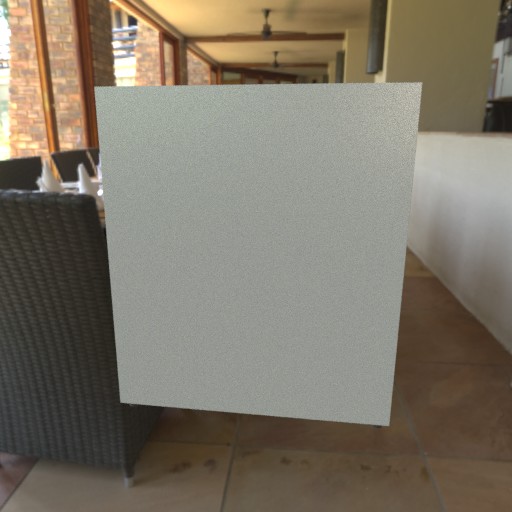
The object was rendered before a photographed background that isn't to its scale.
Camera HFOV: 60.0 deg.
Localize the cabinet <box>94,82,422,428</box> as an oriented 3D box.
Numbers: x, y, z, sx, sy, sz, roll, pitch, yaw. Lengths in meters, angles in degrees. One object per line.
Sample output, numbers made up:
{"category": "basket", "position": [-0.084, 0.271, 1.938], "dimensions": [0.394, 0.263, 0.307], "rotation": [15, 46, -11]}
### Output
{"category": "cabinet", "position": [0.000, 0.000, 1.630], "dimensions": [0.990, 1.150, 0.348], "rotation": [2, 16, 8]}
